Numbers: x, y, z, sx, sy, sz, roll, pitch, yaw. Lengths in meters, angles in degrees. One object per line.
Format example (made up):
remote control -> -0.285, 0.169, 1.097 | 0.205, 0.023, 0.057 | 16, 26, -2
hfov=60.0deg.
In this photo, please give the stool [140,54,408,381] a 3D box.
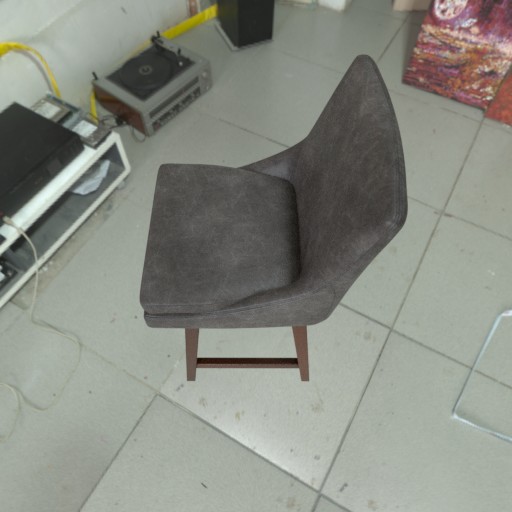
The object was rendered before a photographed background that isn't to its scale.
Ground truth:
stool -> 0.000, 0.000, 1.332 | 0.587, 1.046, 0.492 | 0, 60, 0
